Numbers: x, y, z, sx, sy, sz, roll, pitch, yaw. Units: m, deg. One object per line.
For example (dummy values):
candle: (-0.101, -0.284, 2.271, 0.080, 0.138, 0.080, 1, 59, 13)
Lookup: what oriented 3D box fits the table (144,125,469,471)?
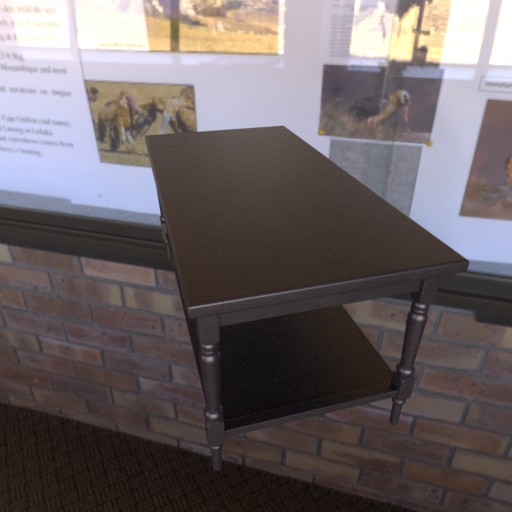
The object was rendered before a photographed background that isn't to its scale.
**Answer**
table: (0.000, 0.000, 1.382, 0.550, 0.510, 1.107, -8, 31, -14)
